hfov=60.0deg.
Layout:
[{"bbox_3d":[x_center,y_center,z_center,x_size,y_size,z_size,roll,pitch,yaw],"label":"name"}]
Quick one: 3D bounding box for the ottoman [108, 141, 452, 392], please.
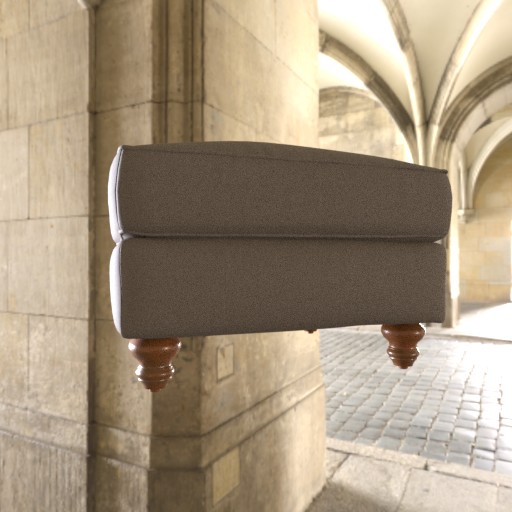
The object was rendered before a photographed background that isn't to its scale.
[{"bbox_3d":[0.000,0.000,1.143,0.721,0.505,0.662,0,0,-18],"label":"ottoman"}]
